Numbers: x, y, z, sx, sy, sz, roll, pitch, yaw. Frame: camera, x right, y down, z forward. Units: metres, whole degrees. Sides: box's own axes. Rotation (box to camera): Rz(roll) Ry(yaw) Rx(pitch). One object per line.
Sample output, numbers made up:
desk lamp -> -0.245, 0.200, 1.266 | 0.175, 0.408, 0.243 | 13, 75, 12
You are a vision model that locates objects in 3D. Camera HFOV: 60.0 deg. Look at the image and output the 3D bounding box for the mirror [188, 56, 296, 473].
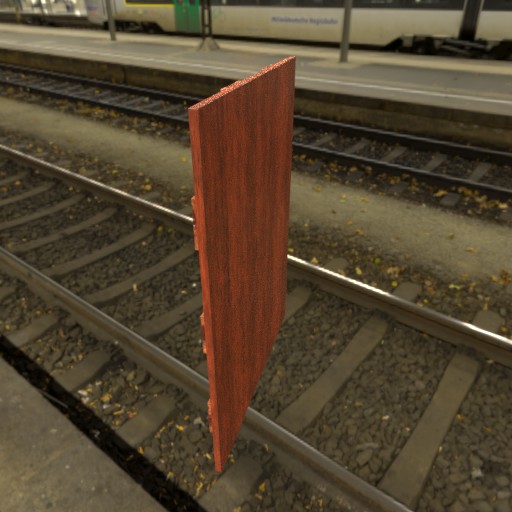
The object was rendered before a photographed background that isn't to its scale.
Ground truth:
mirror -> 0.000, 0.000, 1.053 | 0.021, 0.805, 0.600 | 9, 32, 15
